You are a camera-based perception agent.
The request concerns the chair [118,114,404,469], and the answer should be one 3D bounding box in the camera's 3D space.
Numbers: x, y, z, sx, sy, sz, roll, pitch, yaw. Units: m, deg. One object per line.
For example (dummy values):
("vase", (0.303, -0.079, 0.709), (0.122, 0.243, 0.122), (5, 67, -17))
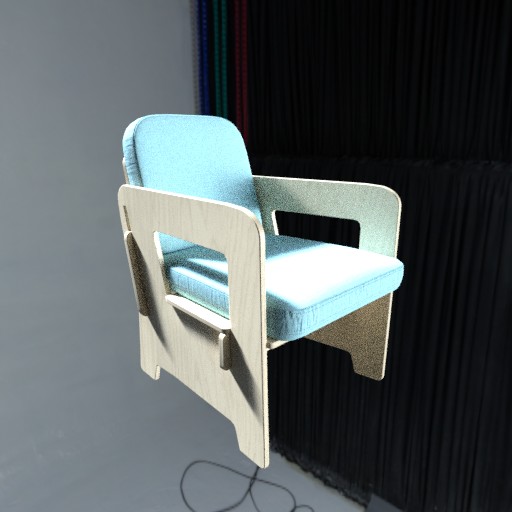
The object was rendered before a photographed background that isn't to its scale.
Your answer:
("chair", (0.000, 0.000, 1.291), (0.710, 0.800, 0.590), (14, 21, 42))
